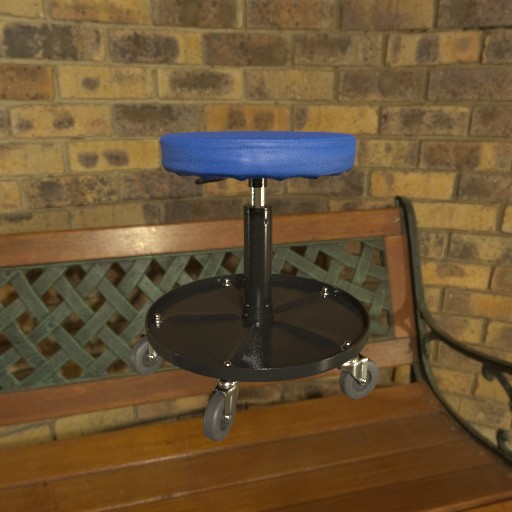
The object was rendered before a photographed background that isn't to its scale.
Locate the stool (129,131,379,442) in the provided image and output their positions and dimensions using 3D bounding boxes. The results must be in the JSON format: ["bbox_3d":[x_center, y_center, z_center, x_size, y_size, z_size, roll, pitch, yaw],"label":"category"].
[{"bbox_3d":[0.000,0.000,0.684,0.381,0.365,0.382,-16,24,-42],"label":"stool"}]
